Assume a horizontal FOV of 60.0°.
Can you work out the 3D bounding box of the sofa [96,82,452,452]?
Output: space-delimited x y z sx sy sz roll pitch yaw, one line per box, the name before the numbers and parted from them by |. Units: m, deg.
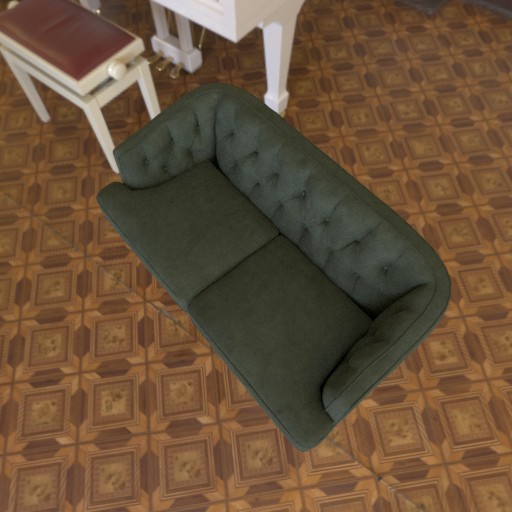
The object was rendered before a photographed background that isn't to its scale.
sofa | 0.000 0.000 2.311 0.941 0.855 1.733 -37 68 -18
